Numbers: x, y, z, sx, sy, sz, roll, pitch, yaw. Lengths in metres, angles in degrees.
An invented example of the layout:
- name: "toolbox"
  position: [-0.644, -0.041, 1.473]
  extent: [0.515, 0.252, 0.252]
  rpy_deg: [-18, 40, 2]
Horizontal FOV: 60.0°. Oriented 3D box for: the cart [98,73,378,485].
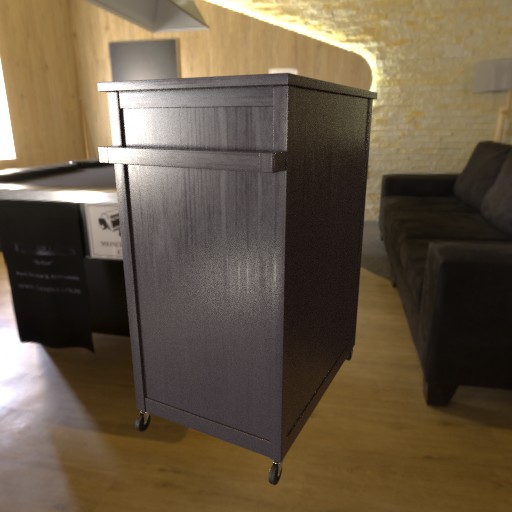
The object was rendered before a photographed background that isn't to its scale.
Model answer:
- name: "cart"
  position: [0.000, 0.000, 1.237]
  extent: [0.449, 0.878, 0.690]
  rpy_deg: [9, 19, 26]
